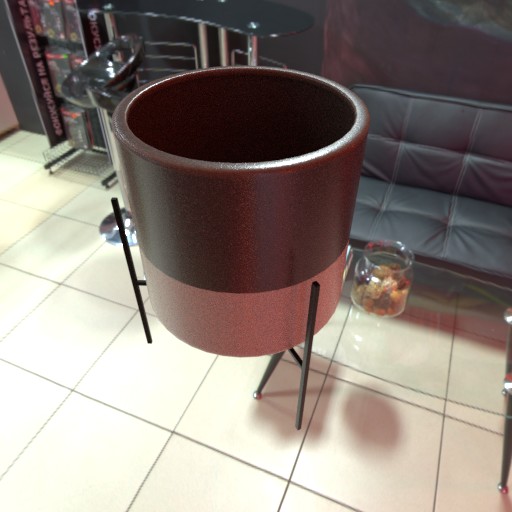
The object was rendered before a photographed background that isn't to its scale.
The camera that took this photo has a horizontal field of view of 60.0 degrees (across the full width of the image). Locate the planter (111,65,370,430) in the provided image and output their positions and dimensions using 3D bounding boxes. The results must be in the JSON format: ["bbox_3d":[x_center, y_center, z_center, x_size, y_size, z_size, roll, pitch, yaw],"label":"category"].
[{"bbox_3d":[0.000,0.000,0.516,0.250,0.353,0.260,-24,47,-25],"label":"planter"}]
